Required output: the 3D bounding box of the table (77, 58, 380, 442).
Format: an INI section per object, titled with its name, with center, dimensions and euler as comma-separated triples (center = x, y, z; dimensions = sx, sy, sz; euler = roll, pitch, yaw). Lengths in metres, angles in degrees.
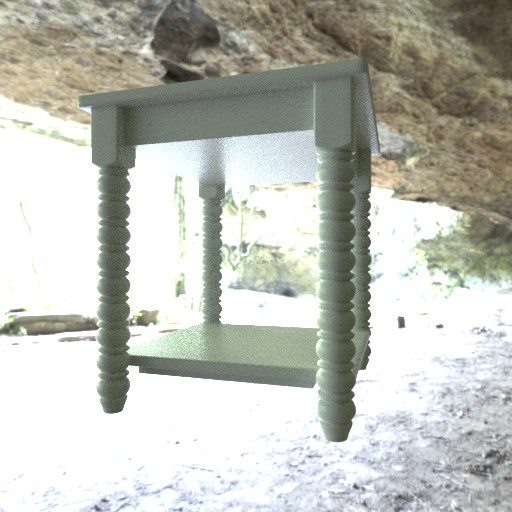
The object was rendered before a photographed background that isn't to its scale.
[table]
center = 0.000, 0.000, 0.956
dimensions = 0.500, 0.563, 0.533
euler = 0, 0, 18
